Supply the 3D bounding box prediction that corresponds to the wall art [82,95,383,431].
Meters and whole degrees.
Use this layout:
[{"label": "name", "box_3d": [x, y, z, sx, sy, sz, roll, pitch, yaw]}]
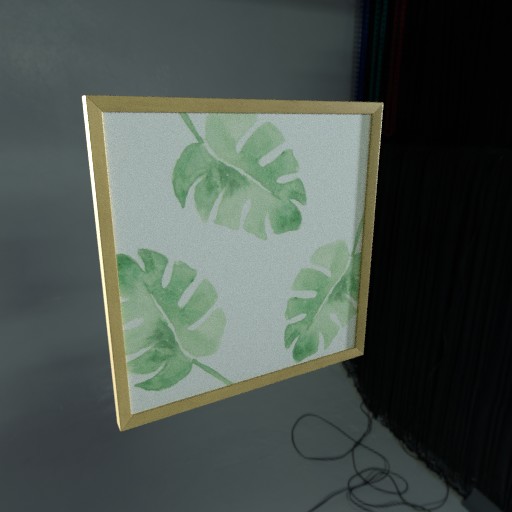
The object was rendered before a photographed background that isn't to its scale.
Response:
[{"label": "wall art", "box_3d": [0.000, 0.000, 1.145, 0.763, 0.763, 0.037, -9, 19, -27]}]
